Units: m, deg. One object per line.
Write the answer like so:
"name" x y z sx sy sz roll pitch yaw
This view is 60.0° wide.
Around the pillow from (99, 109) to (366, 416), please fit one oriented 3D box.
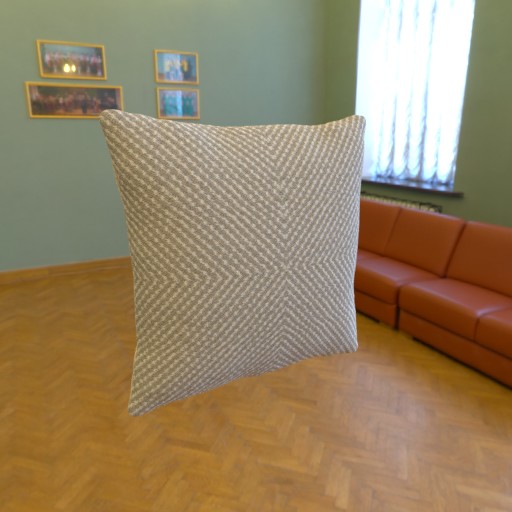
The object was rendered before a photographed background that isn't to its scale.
"pillow" 0.000 0.000 0.740 0.459 0.458 0.181 -8 17 -28
